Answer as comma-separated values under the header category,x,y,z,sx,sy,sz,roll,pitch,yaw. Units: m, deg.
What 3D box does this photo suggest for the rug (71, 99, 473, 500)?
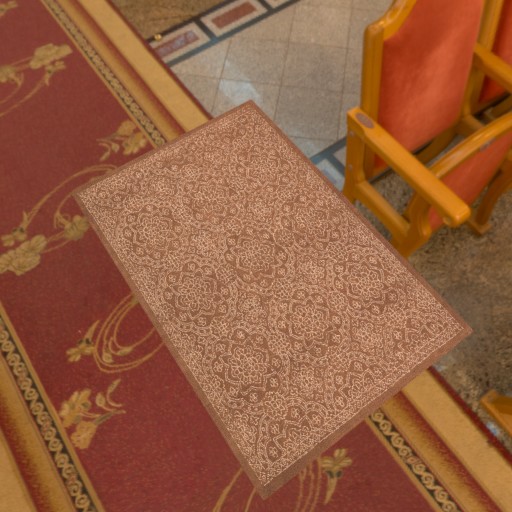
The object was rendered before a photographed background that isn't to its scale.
category,x,y,z,sx,sy,sz,roll,pitch,yaw
rug,0.000,0.000,2.834,1.524,0.011,2.286,-32,67,-15
